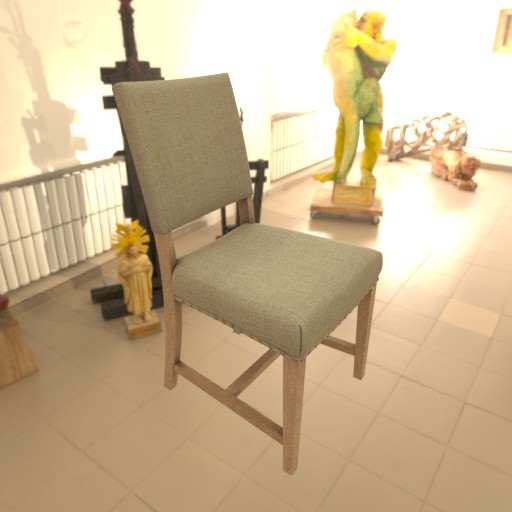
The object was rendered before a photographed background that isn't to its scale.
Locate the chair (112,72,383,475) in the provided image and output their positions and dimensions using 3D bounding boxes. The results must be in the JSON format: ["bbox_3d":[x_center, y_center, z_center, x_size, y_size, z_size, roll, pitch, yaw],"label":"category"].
[{"bbox_3d":[0.000,0.000,1.343,0.622,0.986,0.508,18,31,31],"label":"chair"}]
